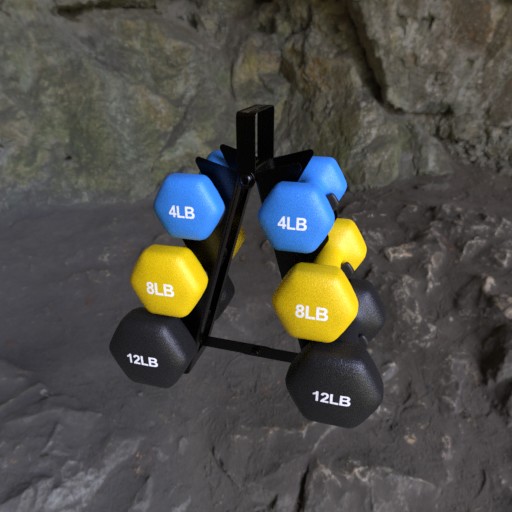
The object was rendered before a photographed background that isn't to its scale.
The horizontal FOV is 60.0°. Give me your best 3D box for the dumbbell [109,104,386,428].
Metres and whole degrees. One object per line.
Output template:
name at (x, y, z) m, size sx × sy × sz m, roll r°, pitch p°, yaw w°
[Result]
dumbbell at (0.000, 0.000, 0.668) m, size 0.409 × 0.426 × 0.255 m, roll 7°, pitch 26°, yaw 15°
